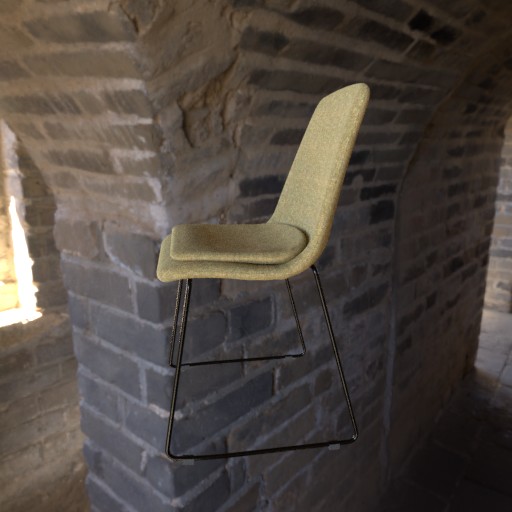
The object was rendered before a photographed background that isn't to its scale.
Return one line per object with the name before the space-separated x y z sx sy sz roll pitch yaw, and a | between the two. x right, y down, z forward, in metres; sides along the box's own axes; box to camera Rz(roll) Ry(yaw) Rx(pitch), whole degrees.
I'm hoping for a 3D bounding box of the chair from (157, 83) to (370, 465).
chair | 0.000 0.000 1.162 0.496 0.849 0.479 -2 14 -9
